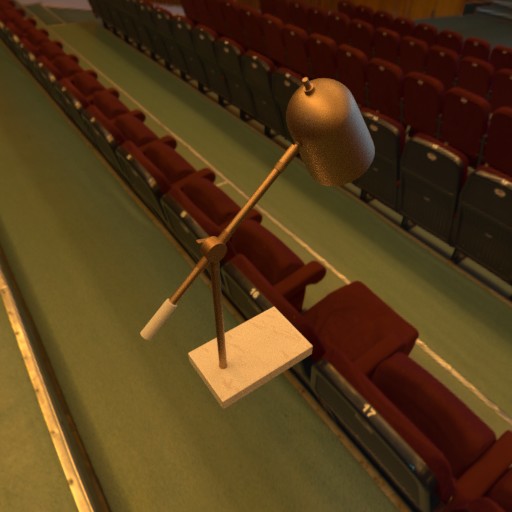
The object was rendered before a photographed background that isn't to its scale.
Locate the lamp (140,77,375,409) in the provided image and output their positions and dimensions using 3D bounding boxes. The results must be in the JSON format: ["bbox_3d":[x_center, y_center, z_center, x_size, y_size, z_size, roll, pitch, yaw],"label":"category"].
[{"bbox_3d":[0.000,0.000,0.806,0.471,0.603,0.144,-25,48,-25],"label":"lamp"}]
